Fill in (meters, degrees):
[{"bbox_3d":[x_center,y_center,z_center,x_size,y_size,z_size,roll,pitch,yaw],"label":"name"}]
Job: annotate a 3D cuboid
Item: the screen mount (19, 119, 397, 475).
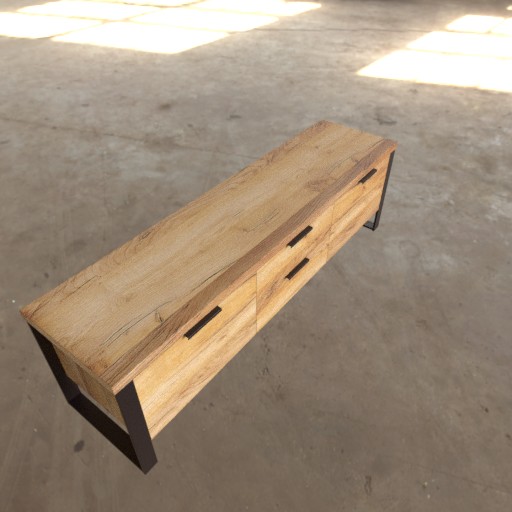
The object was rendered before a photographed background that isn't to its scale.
[{"bbox_3d":[0.000,0.000,1.676,0.395,0.450,1.524,27,47,28],"label":"screen mount"}]
